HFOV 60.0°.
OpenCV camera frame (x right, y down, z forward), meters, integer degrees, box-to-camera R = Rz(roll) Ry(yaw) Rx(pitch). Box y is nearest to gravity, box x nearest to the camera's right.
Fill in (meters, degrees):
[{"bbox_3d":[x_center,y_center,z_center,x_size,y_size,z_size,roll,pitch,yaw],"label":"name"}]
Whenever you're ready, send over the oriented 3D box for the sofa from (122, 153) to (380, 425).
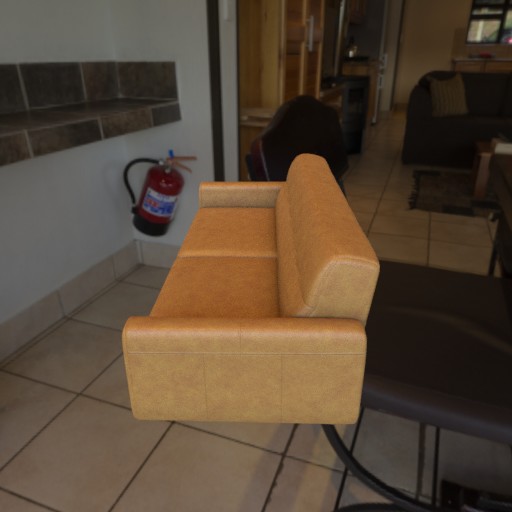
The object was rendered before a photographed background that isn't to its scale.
[{"bbox_3d":[0.000,0.000,2.668,0.980,0.892,2.137,1,24,1],"label":"sofa"}]
